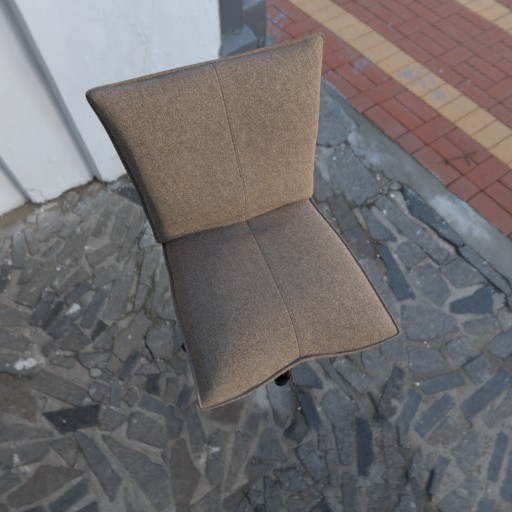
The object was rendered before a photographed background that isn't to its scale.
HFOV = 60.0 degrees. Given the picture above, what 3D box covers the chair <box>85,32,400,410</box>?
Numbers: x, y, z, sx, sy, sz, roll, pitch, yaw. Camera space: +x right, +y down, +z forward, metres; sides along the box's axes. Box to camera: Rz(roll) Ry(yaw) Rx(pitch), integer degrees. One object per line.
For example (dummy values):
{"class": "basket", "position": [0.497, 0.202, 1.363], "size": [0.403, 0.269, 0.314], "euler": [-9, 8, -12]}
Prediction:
{"class": "chair", "position": [0.000, 0.000, 1.252], "size": [0.597, 0.811, 0.696], "euler": [-17, 63, -9]}
